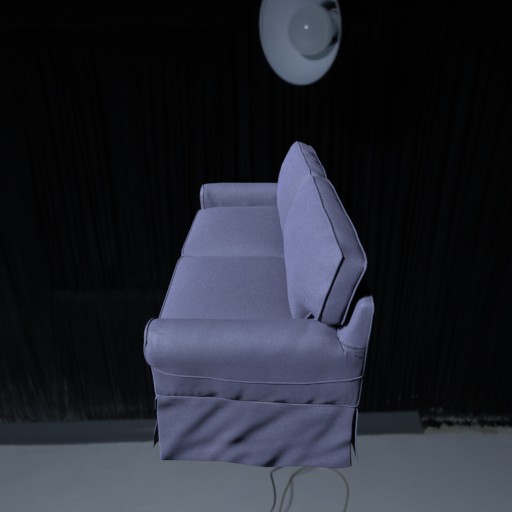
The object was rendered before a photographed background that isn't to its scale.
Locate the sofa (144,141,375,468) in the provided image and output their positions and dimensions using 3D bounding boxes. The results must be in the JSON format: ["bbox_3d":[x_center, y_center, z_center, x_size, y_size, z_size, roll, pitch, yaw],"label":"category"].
[{"bbox_3d":[0.000,0.000,2.828,0.983,1.094,2.256,0,26,0],"label":"sofa"}]
